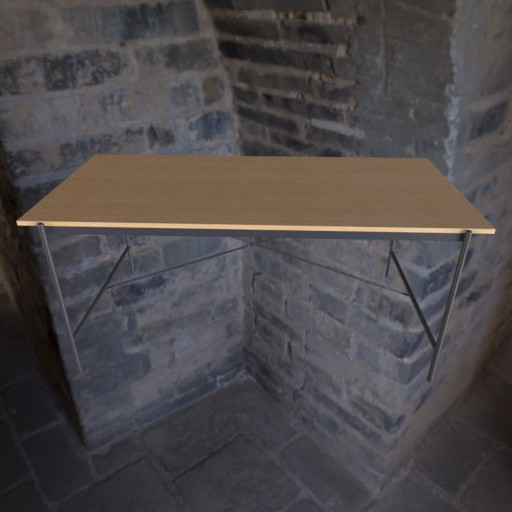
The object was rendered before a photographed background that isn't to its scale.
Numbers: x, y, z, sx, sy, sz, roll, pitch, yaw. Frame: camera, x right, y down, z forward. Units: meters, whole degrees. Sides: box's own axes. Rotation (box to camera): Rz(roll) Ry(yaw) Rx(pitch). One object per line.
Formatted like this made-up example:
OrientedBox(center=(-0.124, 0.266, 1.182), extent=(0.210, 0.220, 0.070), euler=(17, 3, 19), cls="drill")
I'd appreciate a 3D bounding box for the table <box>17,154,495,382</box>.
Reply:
OrientedBox(center=(0.000, 0.000, 2.221), extent=(1.800, 0.758, 0.900), euler=(1, 30, 2), cls="table")
